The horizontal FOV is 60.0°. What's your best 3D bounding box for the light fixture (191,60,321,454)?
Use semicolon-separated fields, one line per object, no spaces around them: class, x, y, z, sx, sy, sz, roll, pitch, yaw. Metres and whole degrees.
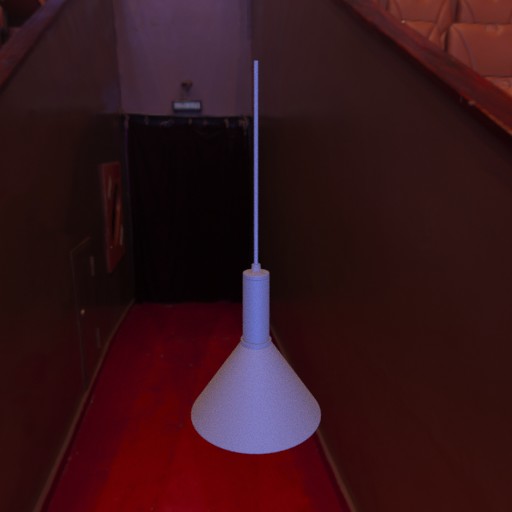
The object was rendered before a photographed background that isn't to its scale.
light fixture;0.000;0.000;0.837;0.267;0.683;0.267;-2;15;-9
